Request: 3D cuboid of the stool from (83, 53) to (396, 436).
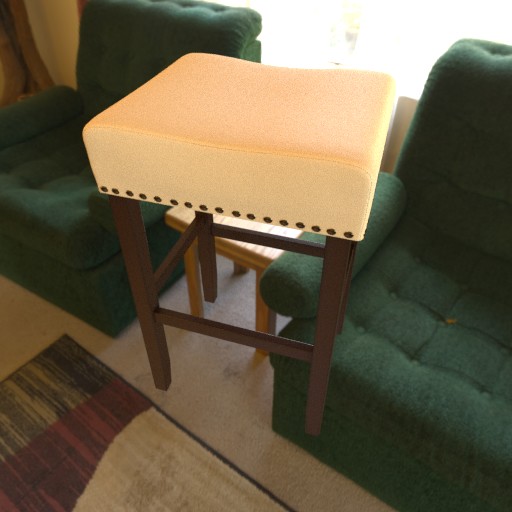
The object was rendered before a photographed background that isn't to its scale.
[{"bbox_3d":[0.000,0.000,1.030,0.471,0.762,0.401,12,42,13],"label":"stool"}]
